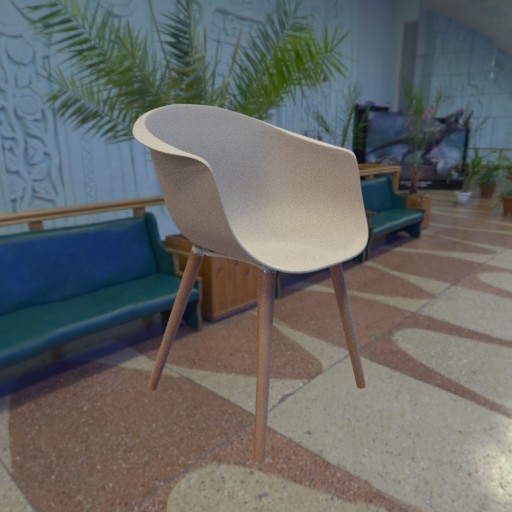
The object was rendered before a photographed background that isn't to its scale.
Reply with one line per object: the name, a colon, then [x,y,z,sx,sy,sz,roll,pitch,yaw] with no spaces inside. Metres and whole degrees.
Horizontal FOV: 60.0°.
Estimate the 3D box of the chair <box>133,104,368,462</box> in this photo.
chair: [0.000,0.000,1.173,0.504,0.781,0.593,15,21,43]
